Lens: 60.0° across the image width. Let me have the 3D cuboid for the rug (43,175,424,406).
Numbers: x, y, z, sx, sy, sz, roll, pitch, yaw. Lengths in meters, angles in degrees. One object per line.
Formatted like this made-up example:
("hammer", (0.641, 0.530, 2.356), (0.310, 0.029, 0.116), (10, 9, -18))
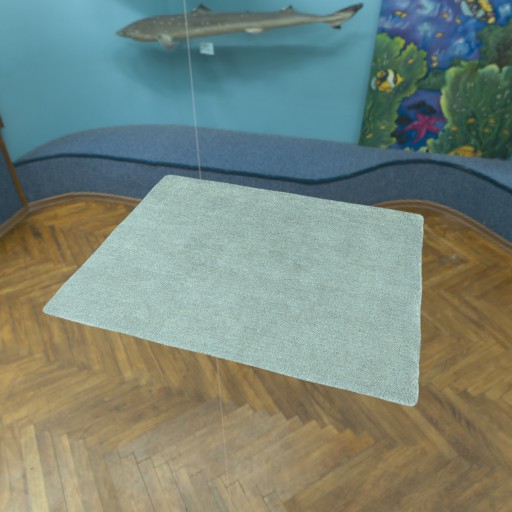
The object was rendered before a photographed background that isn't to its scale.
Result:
("rug", (0.000, 0.000, 4.060), (2.933, 0.027, 2.332), (11, 41, 13))
